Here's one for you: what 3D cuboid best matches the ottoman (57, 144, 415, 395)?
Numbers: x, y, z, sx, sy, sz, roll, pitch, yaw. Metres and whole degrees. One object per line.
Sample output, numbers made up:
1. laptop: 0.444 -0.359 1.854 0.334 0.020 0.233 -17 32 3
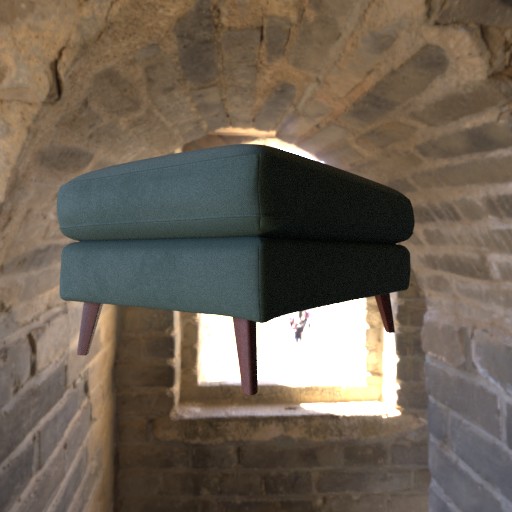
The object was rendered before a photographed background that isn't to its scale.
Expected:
1. ottoman: 0.000 0.000 1.158 0.608 0.449 0.811 0 1 36
